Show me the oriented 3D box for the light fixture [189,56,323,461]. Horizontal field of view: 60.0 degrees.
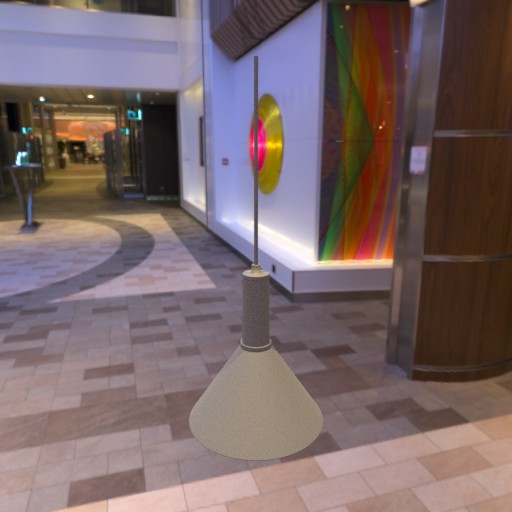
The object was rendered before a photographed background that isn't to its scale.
[{"bbox_3d":[0.000,0.000,0.816,0.267,0.683,0.267,7,15,26],"label":"light fixture"}]
